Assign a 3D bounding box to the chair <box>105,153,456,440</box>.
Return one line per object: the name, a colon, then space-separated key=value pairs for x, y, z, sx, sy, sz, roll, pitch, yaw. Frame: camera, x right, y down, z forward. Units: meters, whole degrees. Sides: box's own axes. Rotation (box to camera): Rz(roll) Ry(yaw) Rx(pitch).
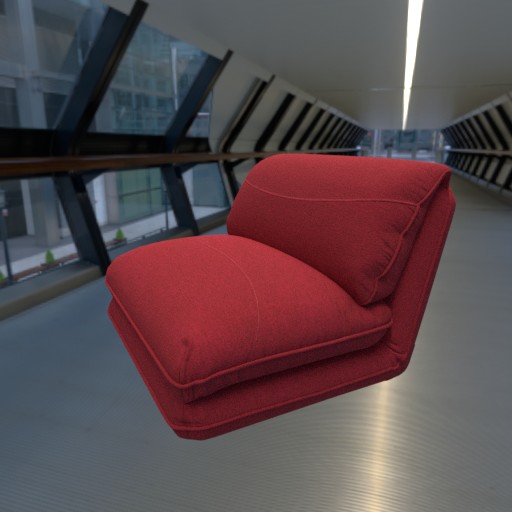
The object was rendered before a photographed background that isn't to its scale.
chair: x=0.000 y=0.000 z=1.326 sx=0.780 sy=0.580 sz=0.820 roll=-8 pitch=17 yaw=-27
